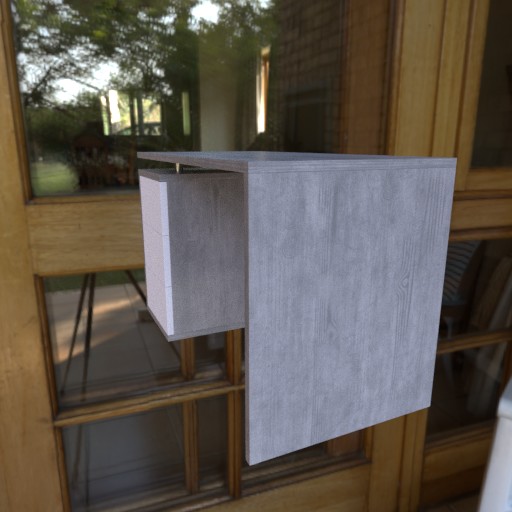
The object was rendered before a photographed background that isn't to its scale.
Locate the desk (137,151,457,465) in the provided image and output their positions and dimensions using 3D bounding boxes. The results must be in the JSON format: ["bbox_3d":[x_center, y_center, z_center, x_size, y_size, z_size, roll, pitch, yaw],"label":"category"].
[{"bbox_3d":[0.000,0.000,1.654,0.600,0.740,1.200,-7,16,-24],"label":"desk"}]
